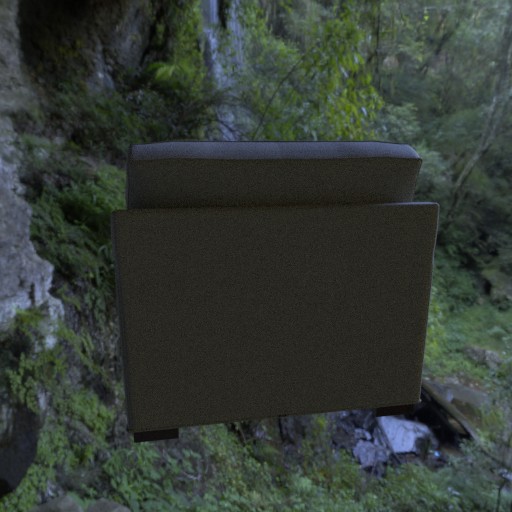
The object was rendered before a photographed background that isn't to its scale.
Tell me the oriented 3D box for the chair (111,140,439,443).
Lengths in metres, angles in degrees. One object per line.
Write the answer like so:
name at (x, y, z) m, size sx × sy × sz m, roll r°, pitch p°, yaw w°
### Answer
chair at (0.000, 0.000, 1.852) m, size 0.999 × 0.934 × 1.044 m, roll -2°, pitch 15°, yaw -9°
